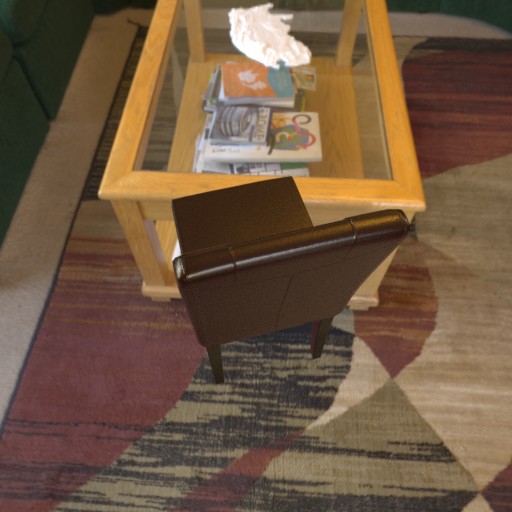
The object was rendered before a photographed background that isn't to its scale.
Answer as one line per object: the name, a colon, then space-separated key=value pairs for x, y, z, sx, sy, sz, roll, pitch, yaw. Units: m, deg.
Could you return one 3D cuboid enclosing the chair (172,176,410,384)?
chair: x=0.000 y=0.000 z=1.202 sx=0.399 sy=0.897 sz=0.556 roll=-13 pitch=59 yaw=-8
